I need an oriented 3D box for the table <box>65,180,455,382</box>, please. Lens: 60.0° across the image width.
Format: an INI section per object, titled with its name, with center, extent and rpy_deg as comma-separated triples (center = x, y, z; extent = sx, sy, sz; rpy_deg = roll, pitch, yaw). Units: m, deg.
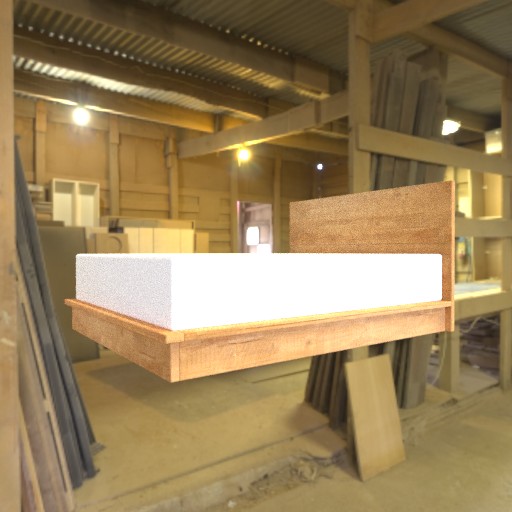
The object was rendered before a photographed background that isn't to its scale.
[table]
center = 0.000, 0.000, 3.114
extent = 2.149, 1.041, 1.707
rpy_deg = 0, 1, -36
